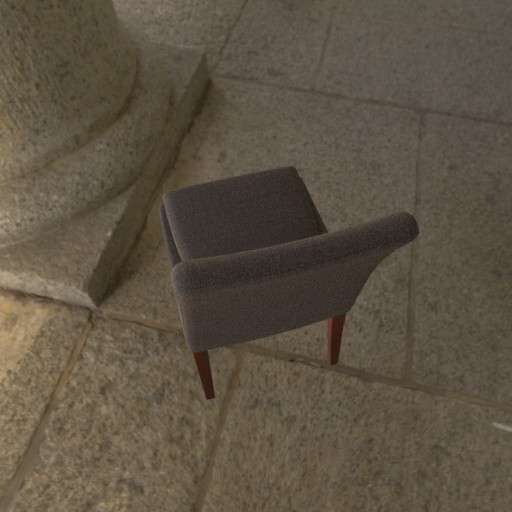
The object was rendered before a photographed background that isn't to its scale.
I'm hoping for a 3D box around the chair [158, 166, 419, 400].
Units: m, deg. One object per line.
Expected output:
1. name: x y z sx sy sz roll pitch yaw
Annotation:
1. chair: 0.000 0.000 1.307 0.508 0.952 0.655 -13 59 -8
